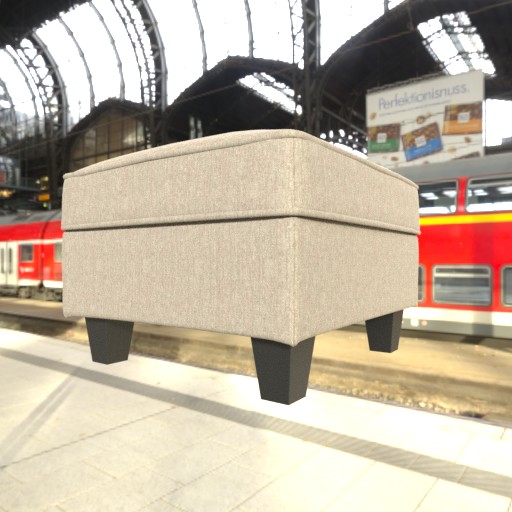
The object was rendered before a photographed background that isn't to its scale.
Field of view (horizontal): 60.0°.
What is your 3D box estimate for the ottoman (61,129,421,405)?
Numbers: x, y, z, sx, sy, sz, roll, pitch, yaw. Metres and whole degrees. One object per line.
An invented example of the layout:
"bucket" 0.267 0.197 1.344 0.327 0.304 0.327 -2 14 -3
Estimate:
"ottoman" 0.000 0.000 1.375 0.808 0.612 0.871 0 -1 36
